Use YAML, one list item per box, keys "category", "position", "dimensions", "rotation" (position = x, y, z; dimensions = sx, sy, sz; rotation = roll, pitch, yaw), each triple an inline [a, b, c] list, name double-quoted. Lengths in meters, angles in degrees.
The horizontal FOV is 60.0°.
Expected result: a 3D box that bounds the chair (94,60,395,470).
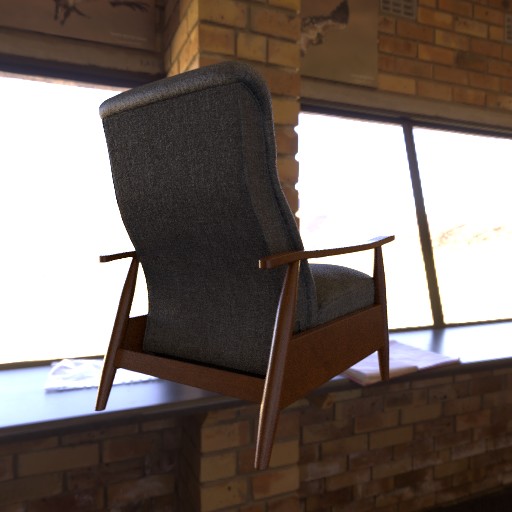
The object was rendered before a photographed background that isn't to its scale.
- category: "chair"
  position: [0.000, 0.000, 1.733]
  dimensions: [0.762, 1.082, 1.030]
  rotation: [1, 2, 36]
